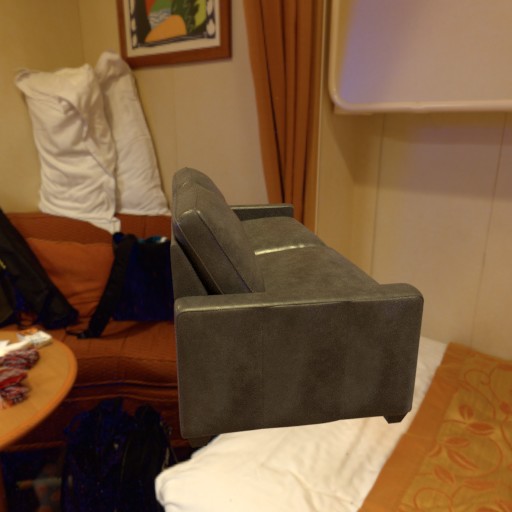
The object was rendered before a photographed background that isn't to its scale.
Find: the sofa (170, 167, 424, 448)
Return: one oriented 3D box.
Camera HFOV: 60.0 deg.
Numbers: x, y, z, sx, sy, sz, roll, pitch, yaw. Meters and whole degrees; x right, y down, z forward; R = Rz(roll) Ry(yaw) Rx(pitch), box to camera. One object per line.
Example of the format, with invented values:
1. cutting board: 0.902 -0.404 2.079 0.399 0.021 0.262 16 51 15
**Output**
1. sofa: 0.000 0.000 2.584 0.939 0.916 2.081 -3 17 -10
